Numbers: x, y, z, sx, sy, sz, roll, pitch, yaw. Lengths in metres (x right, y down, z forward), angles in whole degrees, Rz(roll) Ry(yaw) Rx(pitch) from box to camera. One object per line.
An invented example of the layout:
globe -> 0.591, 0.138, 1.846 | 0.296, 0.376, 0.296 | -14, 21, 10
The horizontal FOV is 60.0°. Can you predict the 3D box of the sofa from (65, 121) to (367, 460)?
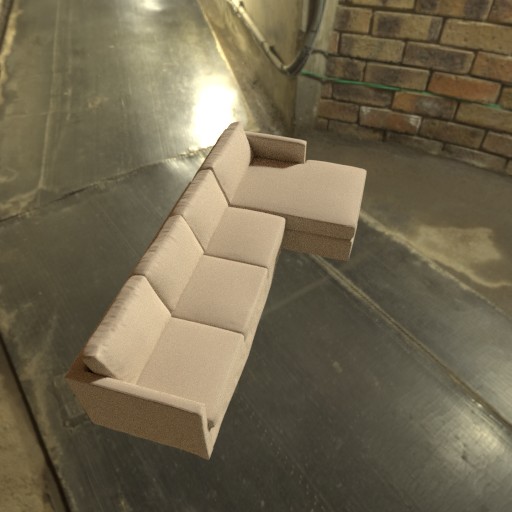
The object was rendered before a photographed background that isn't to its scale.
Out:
sofa -> 0.000, 0.000, 3.879 | 1.622, 0.871, 3.206 | 12, 47, 11
